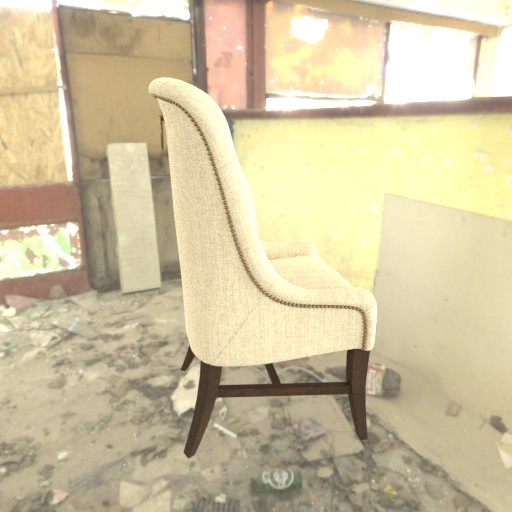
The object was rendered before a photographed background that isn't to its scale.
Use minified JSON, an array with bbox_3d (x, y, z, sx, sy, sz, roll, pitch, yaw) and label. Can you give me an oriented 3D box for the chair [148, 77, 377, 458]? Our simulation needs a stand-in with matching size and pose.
[{"bbox_3d":[0.000,0.000,1.479,0.629,1.091,0.634,-3,17,-10],"label":"chair"}]
